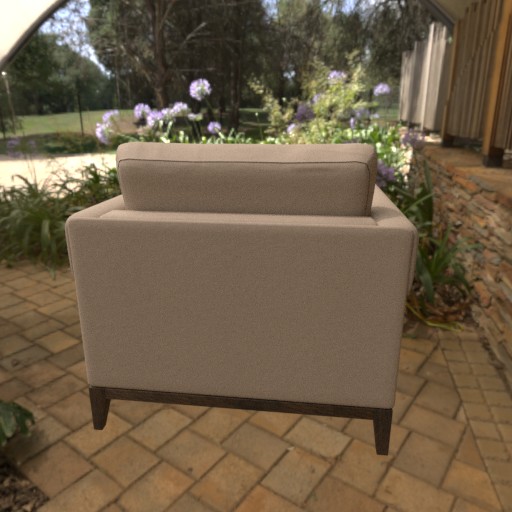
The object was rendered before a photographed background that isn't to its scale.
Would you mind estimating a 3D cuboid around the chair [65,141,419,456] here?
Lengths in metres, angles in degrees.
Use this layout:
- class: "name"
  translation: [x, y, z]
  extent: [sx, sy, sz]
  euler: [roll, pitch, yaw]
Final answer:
- class: "chair"
  translation: [0.000, 0.000, 1.617]
  extent: [0.914, 0.838, 0.959]
  euler: [2, 17, 7]
